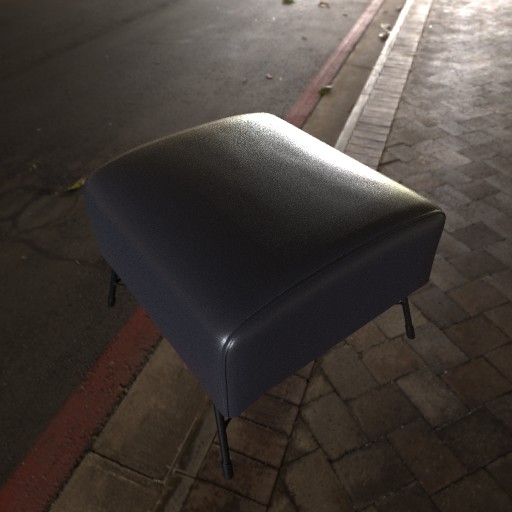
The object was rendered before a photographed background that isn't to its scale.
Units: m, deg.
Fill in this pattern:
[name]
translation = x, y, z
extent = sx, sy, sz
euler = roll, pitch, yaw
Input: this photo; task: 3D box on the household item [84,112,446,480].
[household item]
translation = 0.000, 0.000, 0.924
extent = 0.530, 0.410, 0.530
euler = -27, 48, -27
